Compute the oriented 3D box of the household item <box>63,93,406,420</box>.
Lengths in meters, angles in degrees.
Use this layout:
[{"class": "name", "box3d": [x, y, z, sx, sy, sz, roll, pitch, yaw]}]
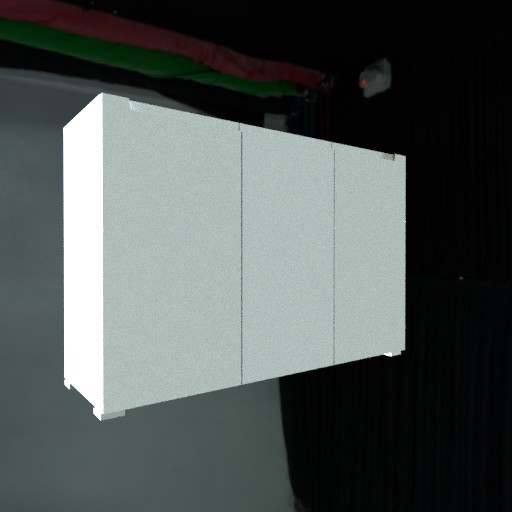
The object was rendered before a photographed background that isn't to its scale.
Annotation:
[{"class": "household item", "box3d": [0.000, 0.000, 1.712, 1.300, 0.867, 0.420, 0, 1, -36]}]
